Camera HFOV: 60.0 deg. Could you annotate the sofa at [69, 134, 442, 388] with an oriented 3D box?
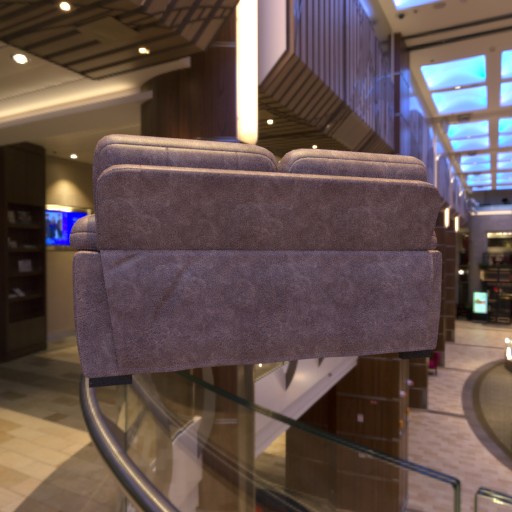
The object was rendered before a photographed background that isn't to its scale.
[{"bbox_3d":[0.000,0.000,2.317,1.753,0.991,0.991,0,1,-18],"label":"sofa"}]
